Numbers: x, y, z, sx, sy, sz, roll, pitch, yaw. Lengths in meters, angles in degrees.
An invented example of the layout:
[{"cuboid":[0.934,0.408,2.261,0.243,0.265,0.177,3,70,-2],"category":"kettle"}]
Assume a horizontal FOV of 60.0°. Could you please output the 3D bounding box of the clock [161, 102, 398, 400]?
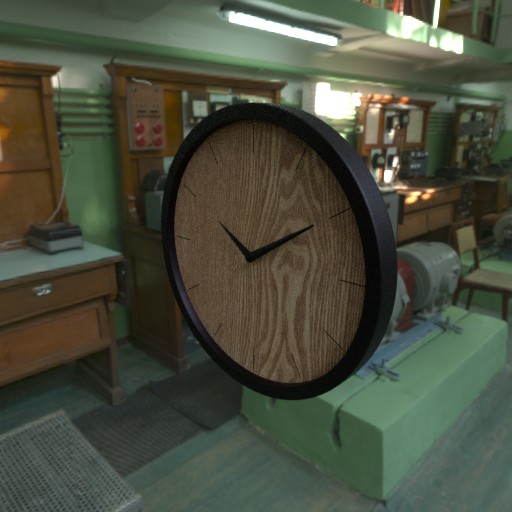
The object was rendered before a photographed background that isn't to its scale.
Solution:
[{"cuboid":[0.000,0.000,0.479,0.314,0.314,0.029,15,22,42],"category":"clock"}]
